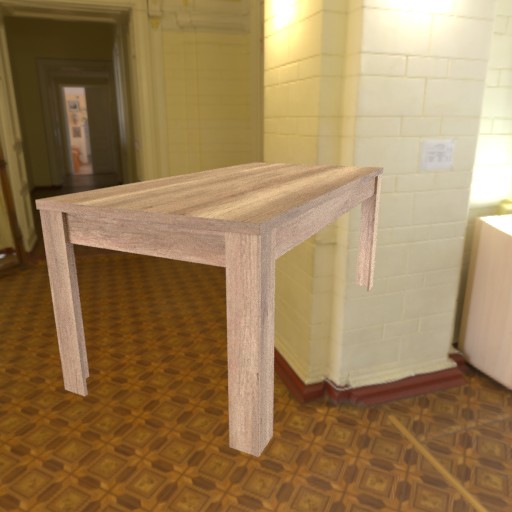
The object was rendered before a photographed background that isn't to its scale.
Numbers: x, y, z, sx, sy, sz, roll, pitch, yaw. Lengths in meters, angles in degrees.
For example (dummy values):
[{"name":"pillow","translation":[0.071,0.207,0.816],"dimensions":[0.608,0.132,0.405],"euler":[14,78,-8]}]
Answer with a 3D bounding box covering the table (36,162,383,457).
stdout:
[{"name":"table","translation":[0.000,0.000,2.303],"dimensions":[0.900,0.790,1.800],"euler":[8,18,25]}]
